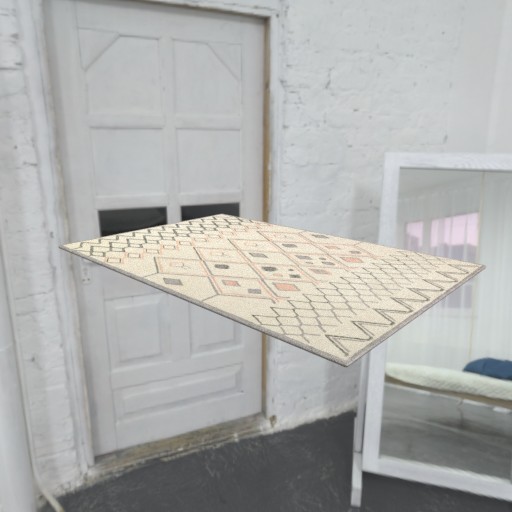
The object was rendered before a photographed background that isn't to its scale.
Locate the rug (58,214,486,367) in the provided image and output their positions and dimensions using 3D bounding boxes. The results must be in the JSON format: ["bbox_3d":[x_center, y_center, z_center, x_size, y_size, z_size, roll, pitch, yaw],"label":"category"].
[{"bbox_3d":[0.000,0.000,2.255,1.829,0.016,1.219,15,22,41],"label":"rug"}]
